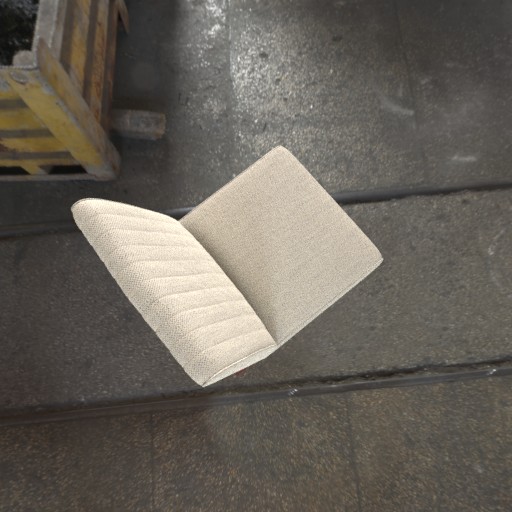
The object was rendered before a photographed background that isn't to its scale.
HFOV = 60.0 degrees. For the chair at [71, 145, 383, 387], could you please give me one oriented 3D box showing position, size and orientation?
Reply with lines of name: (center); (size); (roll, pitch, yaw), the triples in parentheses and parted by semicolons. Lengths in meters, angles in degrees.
chair: (0.000, 0.000, 1.259); (0.594, 0.900, 0.480); (-38, 79, -9)
